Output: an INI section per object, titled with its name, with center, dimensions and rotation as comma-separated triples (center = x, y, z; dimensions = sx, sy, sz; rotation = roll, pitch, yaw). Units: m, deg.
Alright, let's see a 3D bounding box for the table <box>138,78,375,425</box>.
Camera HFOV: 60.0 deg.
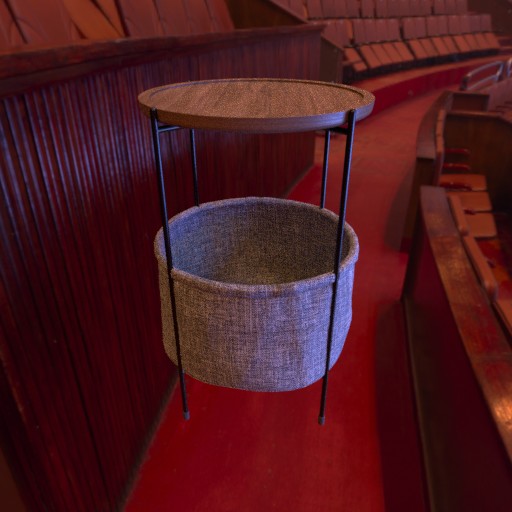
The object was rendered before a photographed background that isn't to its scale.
[table]
center = 0.000, 0.000, 0.890
dimensions = 0.400, 0.623, 0.400
rotation = 1, 29, 2
